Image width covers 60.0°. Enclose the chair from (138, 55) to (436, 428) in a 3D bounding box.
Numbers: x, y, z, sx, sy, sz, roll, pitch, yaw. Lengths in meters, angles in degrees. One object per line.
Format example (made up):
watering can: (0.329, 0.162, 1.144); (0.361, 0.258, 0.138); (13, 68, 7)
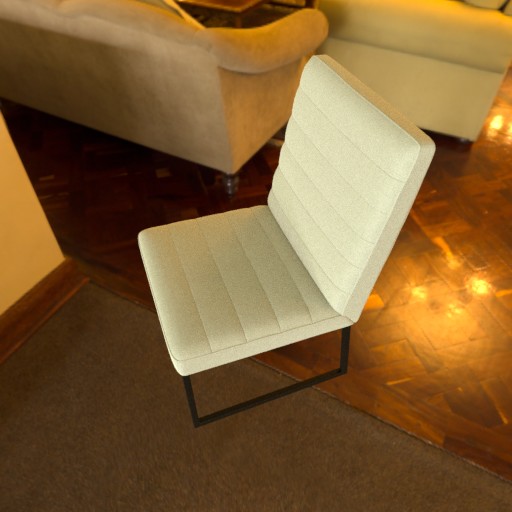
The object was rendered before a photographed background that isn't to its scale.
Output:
chair: (0.000, 0.000, 1.317); (0.634, 0.930, 0.520); (-15, 48, -14)
